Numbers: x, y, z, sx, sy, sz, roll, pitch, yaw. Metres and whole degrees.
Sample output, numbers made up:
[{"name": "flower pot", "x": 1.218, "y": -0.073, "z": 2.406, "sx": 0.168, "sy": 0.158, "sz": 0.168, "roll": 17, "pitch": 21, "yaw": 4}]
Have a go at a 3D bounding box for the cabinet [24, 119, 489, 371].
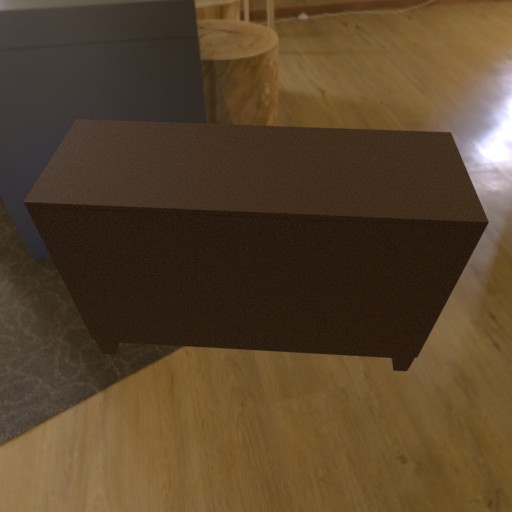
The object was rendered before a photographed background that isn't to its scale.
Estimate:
[{"name": "cabinet", "x": 0.000, "y": 0.000, "z": 1.825, "sx": 1.396, "sy": 0.914, "sz": 0.482, "roll": 3, "pitch": 48, "yaw": 3}]
